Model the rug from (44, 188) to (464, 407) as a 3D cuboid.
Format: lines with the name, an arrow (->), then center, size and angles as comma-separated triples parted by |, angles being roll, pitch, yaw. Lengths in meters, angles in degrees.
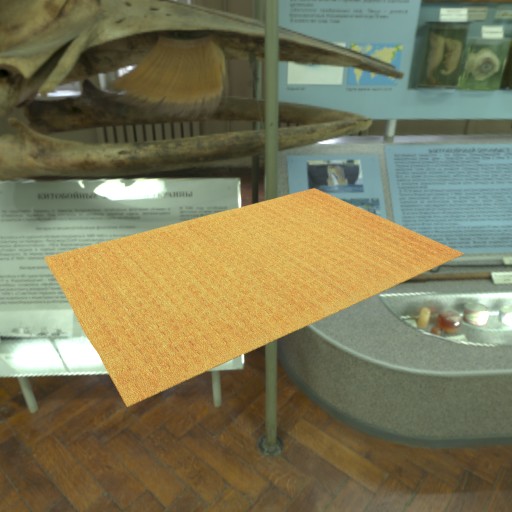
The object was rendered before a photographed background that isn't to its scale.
rug -> 0.000, 0.000, 2.200 | 1.747, 0.006, 1.143 | -18, 34, -30
